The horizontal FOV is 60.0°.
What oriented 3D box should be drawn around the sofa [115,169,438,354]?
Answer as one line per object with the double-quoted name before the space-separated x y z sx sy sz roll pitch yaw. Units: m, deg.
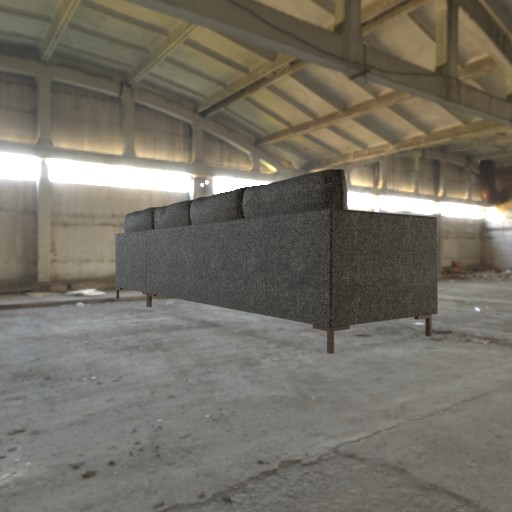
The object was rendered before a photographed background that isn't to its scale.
"sofa" 0.000 0.000 4.001 1.488 0.970 3.384 0 0 -35
